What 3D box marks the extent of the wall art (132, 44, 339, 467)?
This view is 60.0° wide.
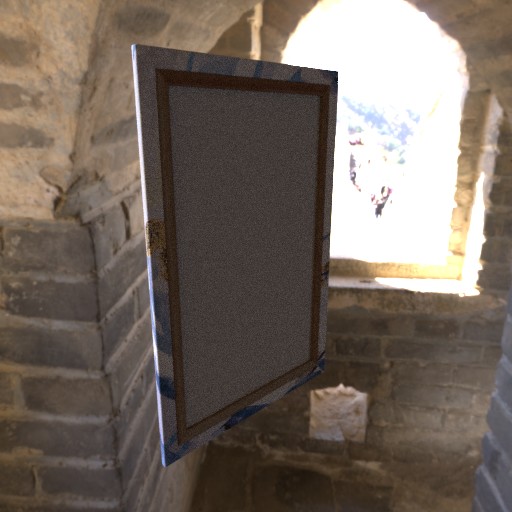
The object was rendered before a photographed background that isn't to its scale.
[{"bbox_3d":[0.000,0.000,1.121,0.610,0.914,0.016,-16,23,-42],"label":"wall art"}]
